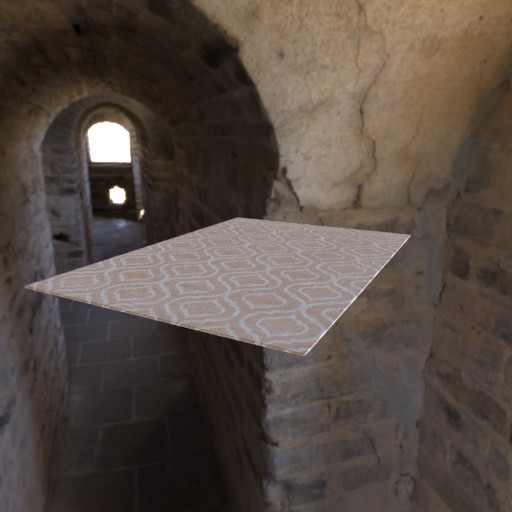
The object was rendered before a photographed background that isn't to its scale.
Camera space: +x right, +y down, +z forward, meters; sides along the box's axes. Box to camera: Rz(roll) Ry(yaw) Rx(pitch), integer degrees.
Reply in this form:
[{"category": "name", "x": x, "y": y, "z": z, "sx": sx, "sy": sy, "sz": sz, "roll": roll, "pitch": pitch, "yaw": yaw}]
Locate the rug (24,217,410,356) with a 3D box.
[{"category": "rug", "x": 0.000, "y": 0.000, "z": 2.800, "sx": 1.524, "sy": 0.010, "sz": 2.134, "roll": 8, "pitch": 18, "yaw": 27}]
